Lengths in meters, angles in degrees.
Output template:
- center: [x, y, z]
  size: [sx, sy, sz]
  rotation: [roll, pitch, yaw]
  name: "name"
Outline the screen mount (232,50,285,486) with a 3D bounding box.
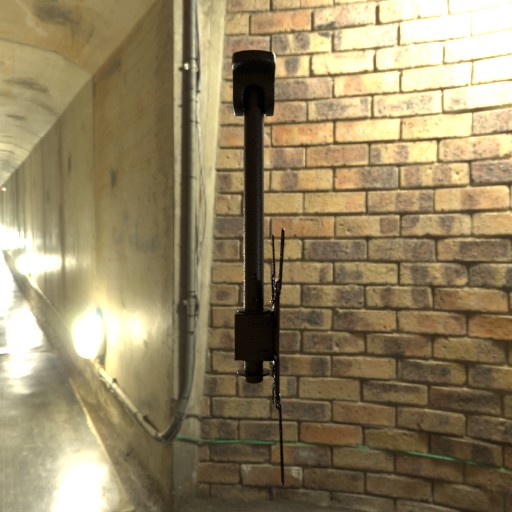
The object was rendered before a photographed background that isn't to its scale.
- center: [0.000, 0.000, 0.890]
  size: [0.090, 0.729, 0.393]
  rotation: [0, 1, 0]
  name: "screen mount"
